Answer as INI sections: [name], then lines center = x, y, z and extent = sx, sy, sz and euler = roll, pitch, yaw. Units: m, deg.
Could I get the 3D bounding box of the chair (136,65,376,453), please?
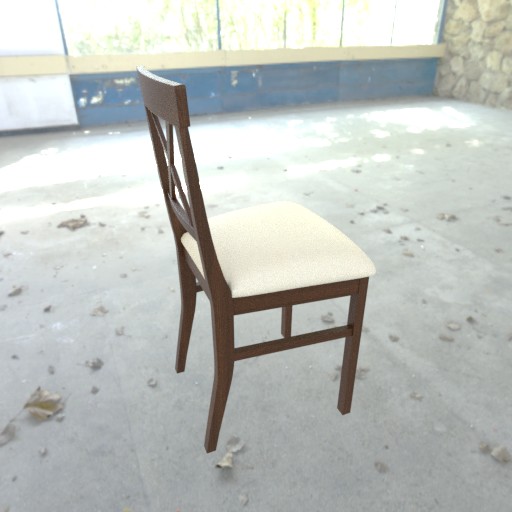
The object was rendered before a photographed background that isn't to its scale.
[chair]
center = 0.000, 0.000, 1.169
extent = 0.480, 0.913, 0.440
euler = -11, 30, -20
